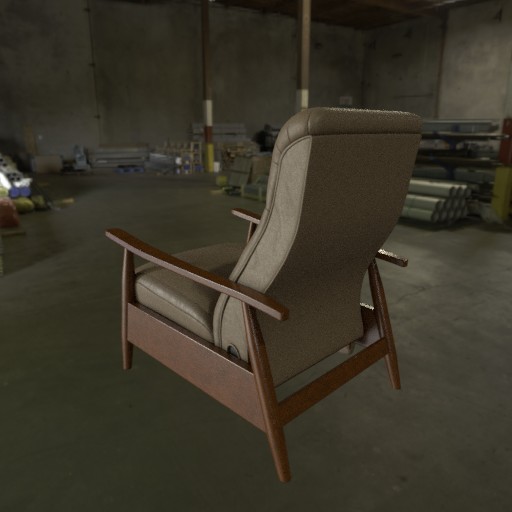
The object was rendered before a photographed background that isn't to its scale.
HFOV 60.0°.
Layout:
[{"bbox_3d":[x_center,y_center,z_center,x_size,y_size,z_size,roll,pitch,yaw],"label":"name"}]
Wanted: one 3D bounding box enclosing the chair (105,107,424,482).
[{"bbox_3d":[0.000,0.000,1.766,1.014,1.082,0.762,15,22,43],"label":"chair"}]
